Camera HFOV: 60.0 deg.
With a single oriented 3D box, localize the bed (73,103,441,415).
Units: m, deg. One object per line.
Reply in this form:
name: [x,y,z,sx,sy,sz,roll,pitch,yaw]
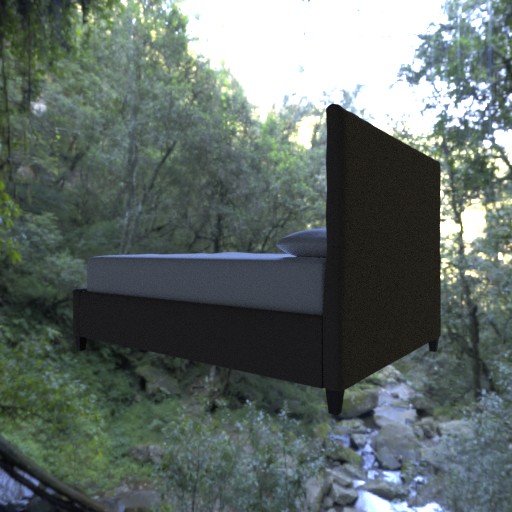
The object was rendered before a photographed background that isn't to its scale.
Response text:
bed: [0.000,0.000,3.330,2.233,1.426,1.696,1,1,37]
